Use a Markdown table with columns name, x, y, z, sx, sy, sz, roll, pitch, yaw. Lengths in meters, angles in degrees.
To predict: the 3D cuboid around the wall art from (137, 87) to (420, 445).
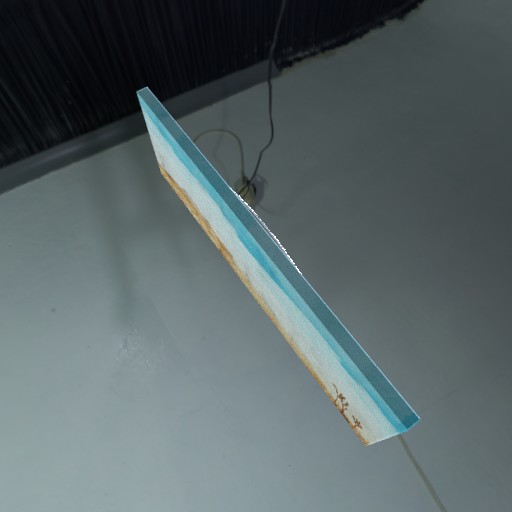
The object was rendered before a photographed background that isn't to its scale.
| name | x | y | z | sx | sy | sz | roll | pitch | yaw |
| --- | --- | --- | --- | --- | --- | --- | --- | --- | --- |
| wall art | 0.000 | 0.000 | 0.842 | 0.044 | 0.254 | 0.759 | -32 | 67 | -15 |
